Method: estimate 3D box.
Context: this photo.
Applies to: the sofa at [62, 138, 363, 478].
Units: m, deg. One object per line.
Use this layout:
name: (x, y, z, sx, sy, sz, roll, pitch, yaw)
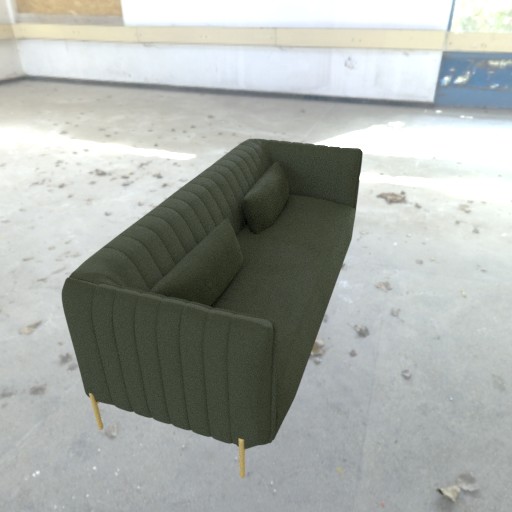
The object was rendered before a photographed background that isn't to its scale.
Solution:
sofa: (0.000, 0.000, 2.548, 0.896, 0.793, 2.137, 10, 32, 17)
